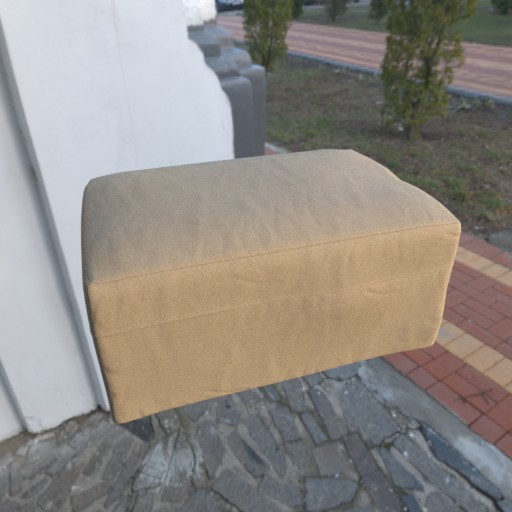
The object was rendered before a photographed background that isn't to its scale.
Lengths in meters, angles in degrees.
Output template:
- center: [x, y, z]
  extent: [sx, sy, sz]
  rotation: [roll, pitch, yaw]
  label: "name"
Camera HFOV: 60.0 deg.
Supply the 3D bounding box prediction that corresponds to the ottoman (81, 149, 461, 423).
- center: [0.000, 0.000, 1.222]
  extent: [0.872, 0.444, 0.590]
  rotation: [-10, 33, -15]
  label: "ottoman"
